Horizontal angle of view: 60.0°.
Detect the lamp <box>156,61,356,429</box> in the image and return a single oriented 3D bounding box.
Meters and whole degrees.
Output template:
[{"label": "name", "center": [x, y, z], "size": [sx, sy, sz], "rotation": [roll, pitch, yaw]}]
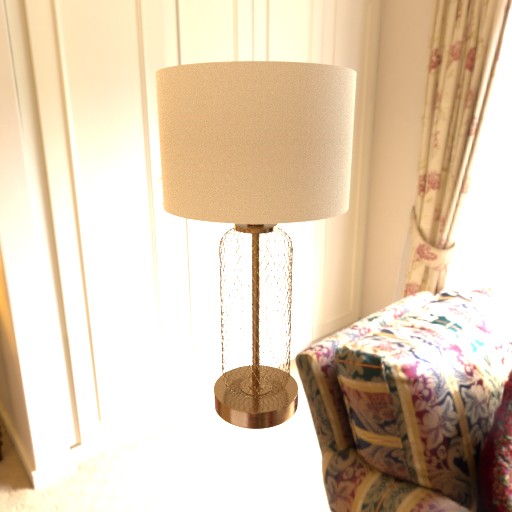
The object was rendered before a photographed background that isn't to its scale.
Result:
[{"label": "lamp", "center": [0.000, 0.000, 0.635], "size": [0.252, 0.483, 0.252], "rotation": [3, 16, 10]}]
